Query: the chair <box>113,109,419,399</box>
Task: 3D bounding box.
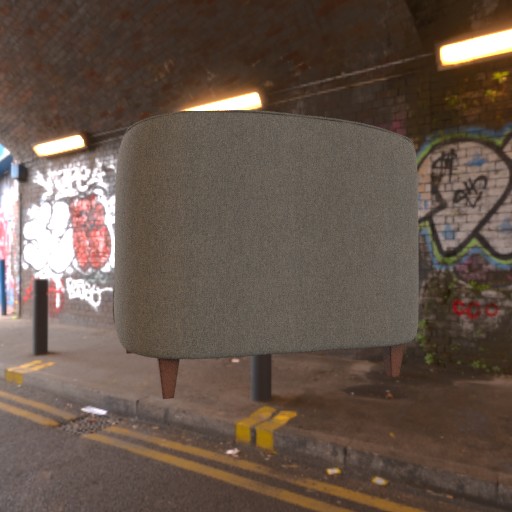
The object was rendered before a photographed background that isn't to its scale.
[{"bbox_3d":[0.000,0.000,1.781,1.094,0.852,0.945,0,-1,-18],"label":"chair"}]
